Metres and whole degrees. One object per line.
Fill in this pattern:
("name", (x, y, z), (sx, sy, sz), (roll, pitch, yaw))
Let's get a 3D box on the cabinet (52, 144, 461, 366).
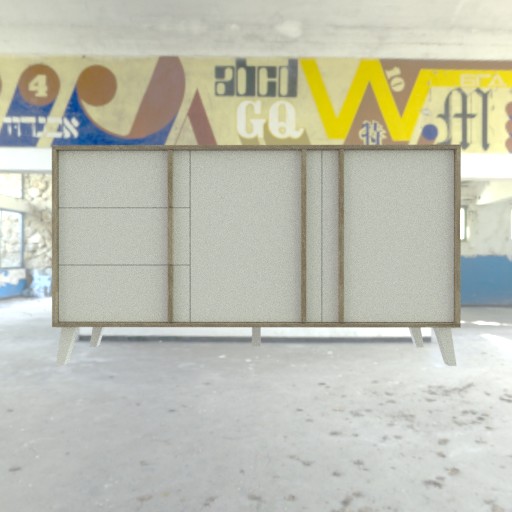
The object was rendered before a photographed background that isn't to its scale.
("cabinet", (0.000, 0.000, 1.959), (1.600, 0.870, 0.450), (0, 0, 0))
